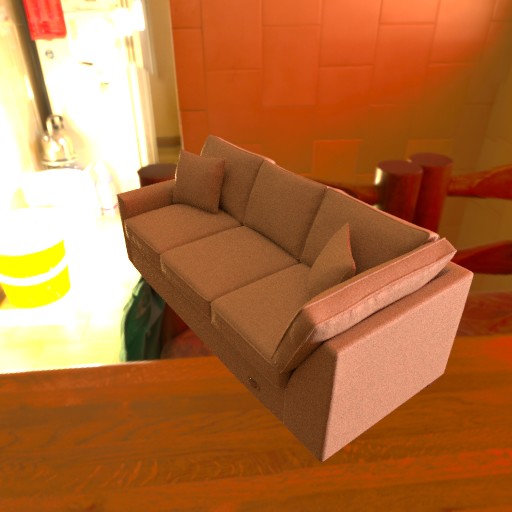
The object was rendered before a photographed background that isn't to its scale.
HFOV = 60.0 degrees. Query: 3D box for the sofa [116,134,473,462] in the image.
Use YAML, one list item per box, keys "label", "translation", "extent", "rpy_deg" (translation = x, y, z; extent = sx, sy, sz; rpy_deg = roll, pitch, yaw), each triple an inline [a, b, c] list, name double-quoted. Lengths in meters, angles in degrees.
- label: "sofa"
  translation: [0.000, 0.000, 2.895]
  extent: [1.061, 0.962, 2.317]
  rpy_deg: [-21, 37, -30]
